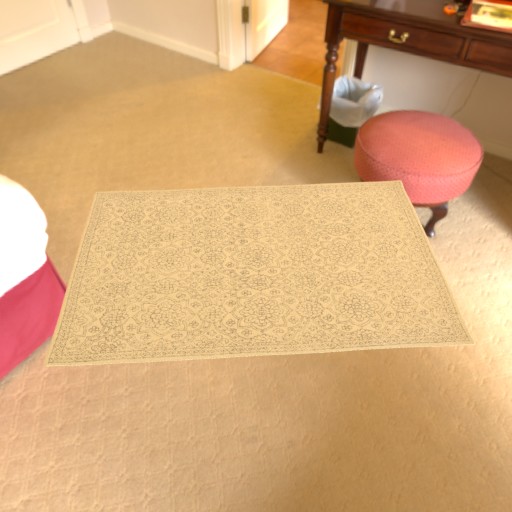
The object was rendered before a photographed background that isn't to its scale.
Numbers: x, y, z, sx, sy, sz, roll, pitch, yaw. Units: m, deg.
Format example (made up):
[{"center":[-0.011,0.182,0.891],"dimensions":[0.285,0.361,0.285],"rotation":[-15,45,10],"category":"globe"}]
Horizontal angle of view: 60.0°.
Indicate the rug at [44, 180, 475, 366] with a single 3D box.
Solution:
[{"center":[0.000,0.000,2.994],"dimensions":[2.434,0.023,1.518],"rotation":[-3,47,-2],"category":"rug"}]
